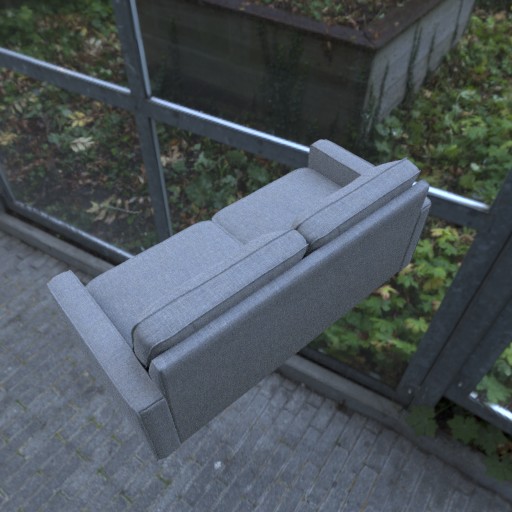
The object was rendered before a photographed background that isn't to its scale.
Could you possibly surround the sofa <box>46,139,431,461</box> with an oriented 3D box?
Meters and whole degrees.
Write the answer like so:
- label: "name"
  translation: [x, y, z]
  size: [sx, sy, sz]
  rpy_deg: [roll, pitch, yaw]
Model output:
- label: "sofa"
  translation: [0.000, 0.000, 2.573]
  size: [2.078, 0.918, 0.945]
  rpy_deg: [-32, 55, -26]
